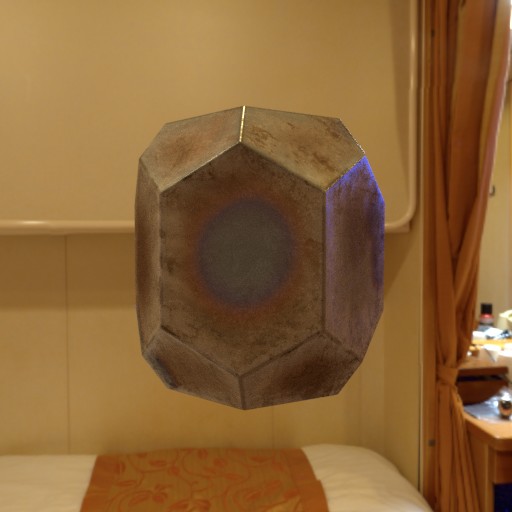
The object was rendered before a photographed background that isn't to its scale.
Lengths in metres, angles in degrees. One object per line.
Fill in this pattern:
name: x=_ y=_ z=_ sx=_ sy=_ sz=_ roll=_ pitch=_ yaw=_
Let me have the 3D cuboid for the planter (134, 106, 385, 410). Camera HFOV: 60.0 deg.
planter: x=0.000 y=0.000 z=0.431 sx=0.221 sy=0.238 sz=0.243 roll=2 pitch=3 yaw=36
